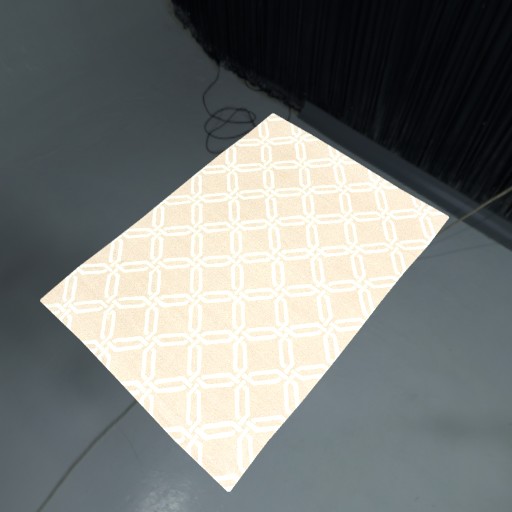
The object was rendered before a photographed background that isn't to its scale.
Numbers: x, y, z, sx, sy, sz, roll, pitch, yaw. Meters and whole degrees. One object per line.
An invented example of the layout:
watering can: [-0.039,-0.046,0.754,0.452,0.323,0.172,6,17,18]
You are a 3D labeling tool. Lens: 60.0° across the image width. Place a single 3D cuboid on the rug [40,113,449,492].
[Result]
rug: [0.000,0.000,2.743,1.524,0.013,2.135,37,65,20]
